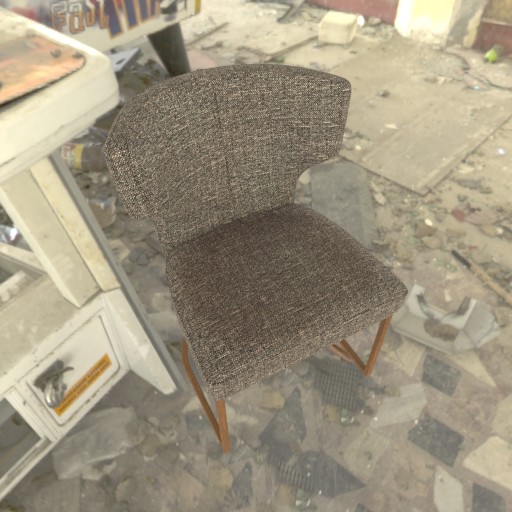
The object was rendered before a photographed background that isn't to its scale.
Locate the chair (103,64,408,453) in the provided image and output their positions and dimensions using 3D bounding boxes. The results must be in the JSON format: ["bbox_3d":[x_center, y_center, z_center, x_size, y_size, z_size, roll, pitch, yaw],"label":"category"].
[{"bbox_3d":[0.000,0.000,1.214,0.611,0.824,0.617,-22,50,-19],"label":"chair"}]
